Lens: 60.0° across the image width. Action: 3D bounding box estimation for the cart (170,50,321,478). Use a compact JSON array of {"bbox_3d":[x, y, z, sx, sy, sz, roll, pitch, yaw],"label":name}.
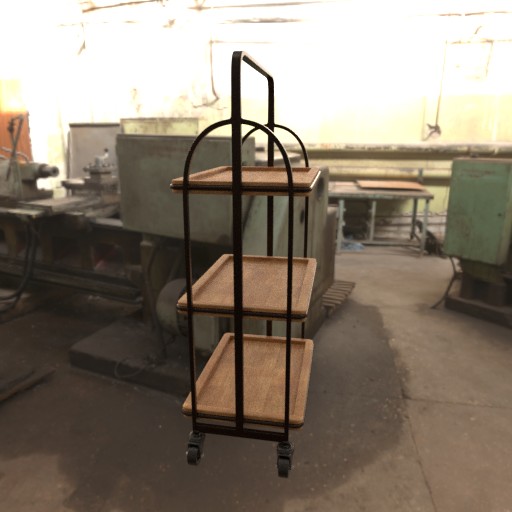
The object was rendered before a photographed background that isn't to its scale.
[{"bbox_3d":[0.000,0.000,1.244,0.327,1.001,0.553,3,16,10],"label":"cart"}]
